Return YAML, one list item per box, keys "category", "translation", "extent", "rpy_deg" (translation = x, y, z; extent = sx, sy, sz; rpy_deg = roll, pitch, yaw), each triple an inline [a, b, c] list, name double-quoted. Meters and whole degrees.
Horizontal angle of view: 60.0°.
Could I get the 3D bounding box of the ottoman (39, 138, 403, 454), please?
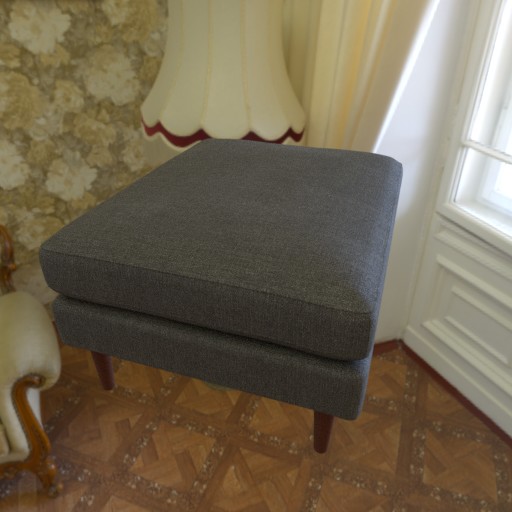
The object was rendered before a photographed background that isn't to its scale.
- category: "ottoman"
  translation: [0.000, 0.000, 1.221]
  extent: [0.693, 0.474, 0.821]
  rpy_deg: [10, 32, 16]
